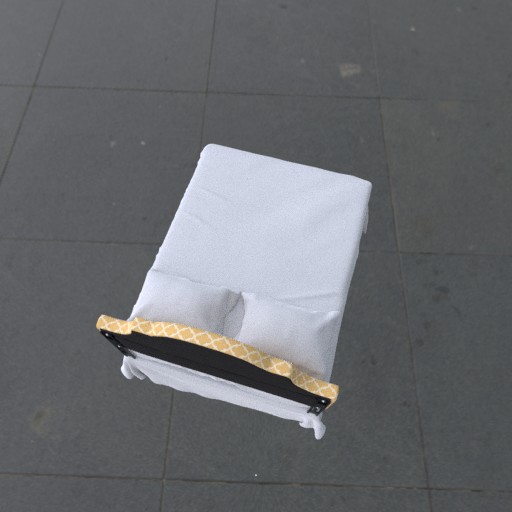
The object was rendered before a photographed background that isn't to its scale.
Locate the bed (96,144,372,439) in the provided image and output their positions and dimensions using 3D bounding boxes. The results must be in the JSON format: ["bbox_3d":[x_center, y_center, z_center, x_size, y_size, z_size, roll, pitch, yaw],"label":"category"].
[{"bbox_3d":[0.000,0.000,3.528,1.780,1.633,2.222,15,65,7],"label":"bed"}]
